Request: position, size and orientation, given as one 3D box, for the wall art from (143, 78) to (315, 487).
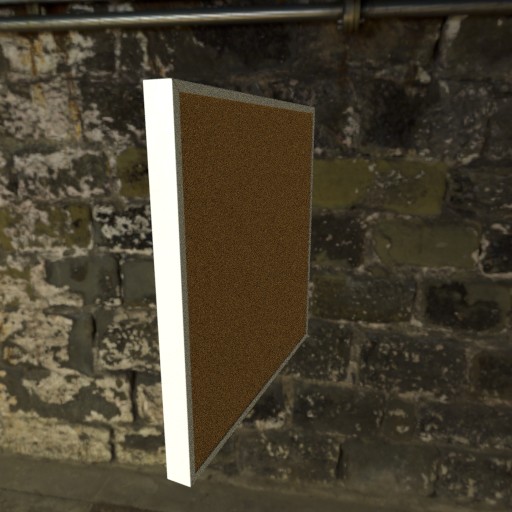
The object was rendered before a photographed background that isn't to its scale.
[{"bbox_3d":[0.000,0.000,0.754,0.037,0.508,0.508,7,16,23],"label":"wall art"}]
